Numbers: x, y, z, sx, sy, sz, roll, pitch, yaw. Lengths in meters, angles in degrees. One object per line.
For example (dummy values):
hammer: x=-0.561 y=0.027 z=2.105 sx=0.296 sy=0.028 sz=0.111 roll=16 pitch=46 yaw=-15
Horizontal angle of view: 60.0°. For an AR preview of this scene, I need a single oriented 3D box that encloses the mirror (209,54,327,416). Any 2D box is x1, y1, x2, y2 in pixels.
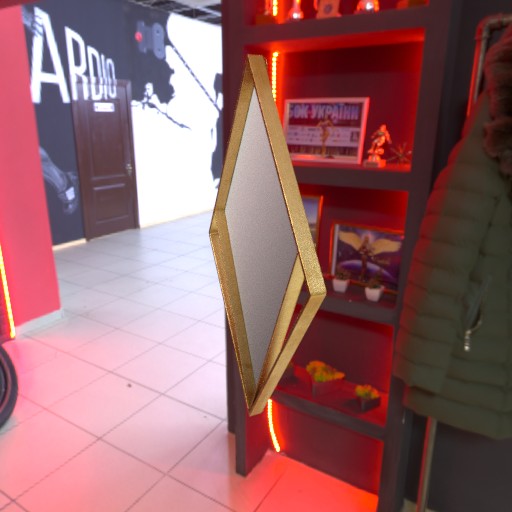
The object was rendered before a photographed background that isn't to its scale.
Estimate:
mirror: x=0.000 y=0.000 z=0.814 sx=0.032 sy=0.679 sz=0.419 roll=-8 pitch=18 yaw=-25
